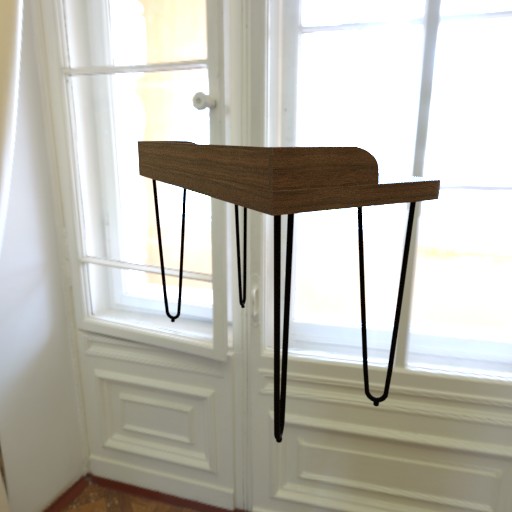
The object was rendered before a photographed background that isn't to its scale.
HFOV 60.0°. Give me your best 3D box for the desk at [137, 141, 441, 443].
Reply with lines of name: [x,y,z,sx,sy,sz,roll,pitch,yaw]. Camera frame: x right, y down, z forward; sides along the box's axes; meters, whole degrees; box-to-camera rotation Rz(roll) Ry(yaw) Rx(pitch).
desk: [0.000,0.000,1.720,0.565,0.854,1.200,-8,17,-27]
